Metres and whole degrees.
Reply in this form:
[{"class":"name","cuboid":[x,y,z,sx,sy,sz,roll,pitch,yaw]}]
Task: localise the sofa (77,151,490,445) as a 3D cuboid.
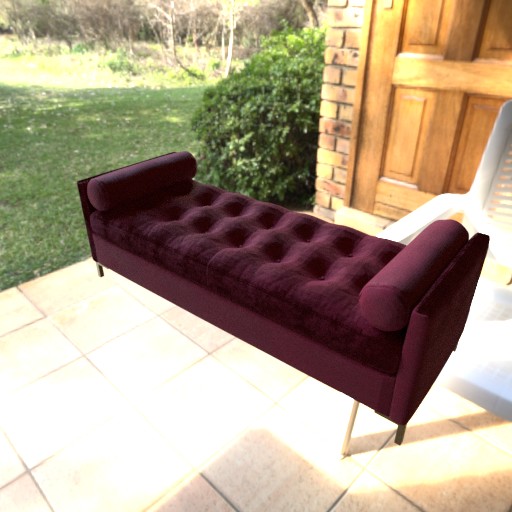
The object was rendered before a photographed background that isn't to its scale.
[{"class":"sofa","cuboid":[0.000,0.000,2.418,2.102,0.705,0.796,21,36,33]}]
